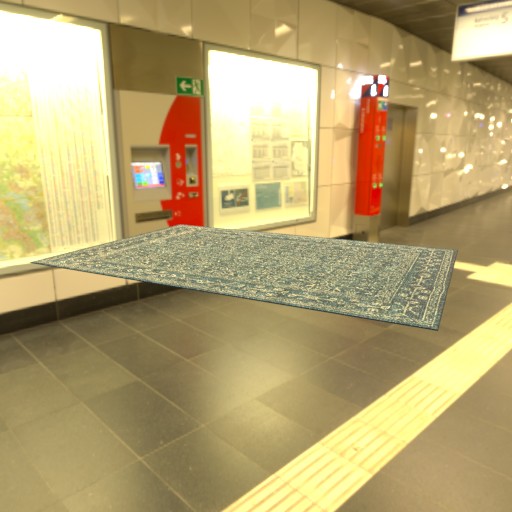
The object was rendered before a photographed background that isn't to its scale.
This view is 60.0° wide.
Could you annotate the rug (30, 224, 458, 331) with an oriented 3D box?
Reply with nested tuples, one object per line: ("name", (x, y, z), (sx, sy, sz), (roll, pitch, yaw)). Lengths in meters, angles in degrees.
("rug", (0.000, 0.000, 2.245), (1.819, 0.005, 1.200), (7, 15, 26))
